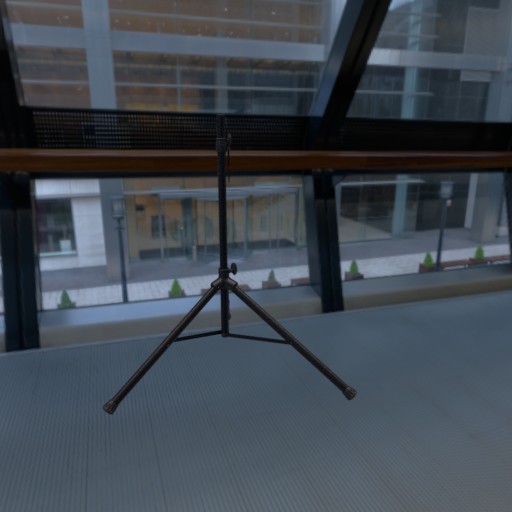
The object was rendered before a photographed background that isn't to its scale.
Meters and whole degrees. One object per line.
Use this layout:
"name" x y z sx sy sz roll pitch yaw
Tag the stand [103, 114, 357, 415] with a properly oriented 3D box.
"stand" 0.000 0.000 1.859 0.907 1.136 1.045 7 17 24
